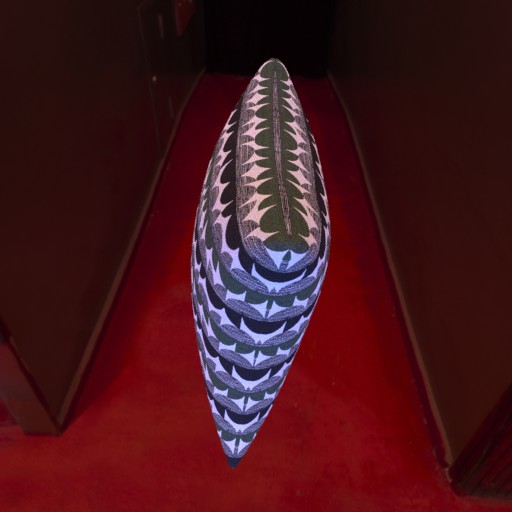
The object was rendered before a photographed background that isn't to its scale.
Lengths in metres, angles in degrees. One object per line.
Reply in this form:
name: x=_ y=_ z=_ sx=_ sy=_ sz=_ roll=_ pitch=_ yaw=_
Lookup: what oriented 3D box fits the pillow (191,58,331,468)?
pillow: x=0.000 y=0.000 z=0.621 sx=0.180 sy=0.404 sz=0.419 roll=0 pitch=43 yaw=0
